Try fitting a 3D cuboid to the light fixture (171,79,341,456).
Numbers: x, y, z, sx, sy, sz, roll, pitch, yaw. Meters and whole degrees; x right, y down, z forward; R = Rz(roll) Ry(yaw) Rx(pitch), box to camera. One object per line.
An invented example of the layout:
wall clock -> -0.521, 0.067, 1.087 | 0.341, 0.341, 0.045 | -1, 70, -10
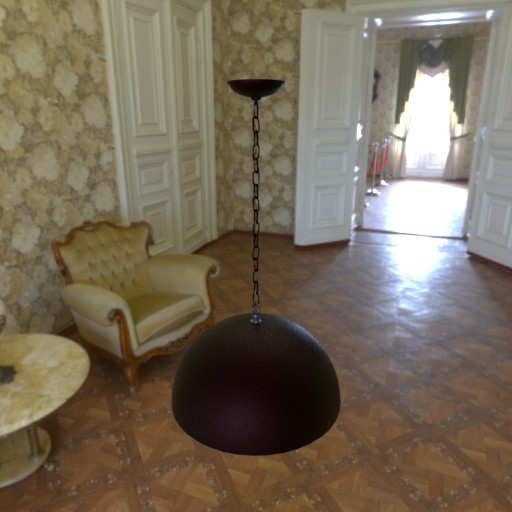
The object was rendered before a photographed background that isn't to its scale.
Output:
light fixture -> 0.000, 0.000, 1.184 | 0.492, 0.869, 0.492 | -8, 19, -24
